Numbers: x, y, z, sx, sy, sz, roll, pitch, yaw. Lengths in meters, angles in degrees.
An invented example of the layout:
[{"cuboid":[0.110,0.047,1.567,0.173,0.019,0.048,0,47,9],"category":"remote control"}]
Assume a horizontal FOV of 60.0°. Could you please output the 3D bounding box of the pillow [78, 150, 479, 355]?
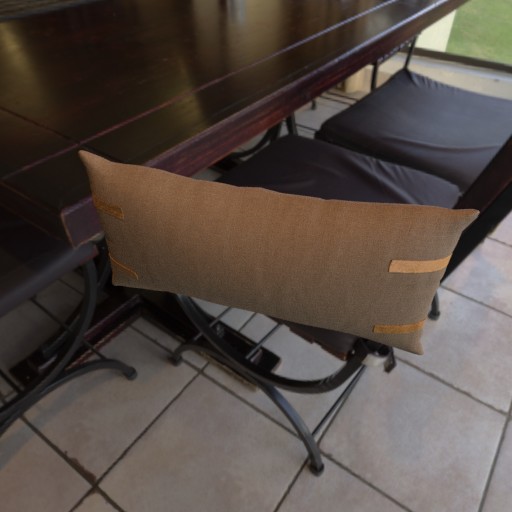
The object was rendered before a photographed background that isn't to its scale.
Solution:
[{"cuboid":[0.000,0.000,0.740,0.612,0.308,0.148,11,43,12],"category":"pillow"}]
